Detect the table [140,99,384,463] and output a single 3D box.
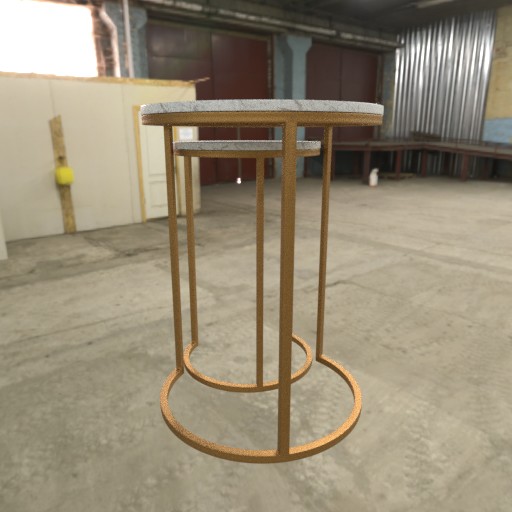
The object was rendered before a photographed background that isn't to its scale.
[{"bbox_3d":[0.000,0.000,0.877,0.400,0.550,0.507,-3,16,-10],"label":"table"}]
